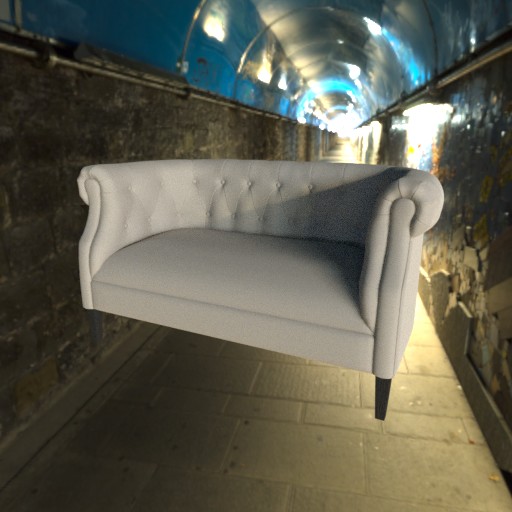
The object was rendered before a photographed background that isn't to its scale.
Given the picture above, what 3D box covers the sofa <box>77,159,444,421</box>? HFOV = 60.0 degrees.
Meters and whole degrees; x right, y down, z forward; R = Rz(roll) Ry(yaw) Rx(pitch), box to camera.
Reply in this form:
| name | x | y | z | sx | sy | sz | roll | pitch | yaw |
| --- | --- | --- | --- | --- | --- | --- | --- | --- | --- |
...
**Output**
| name | x | y | z | sx | sy | sz | roll | pitch | yaw |
| --- | --- | --- | --- | --- | --- | --- | --- | --- | --- |
| sofa | 0.000 | 0.000 | 2.048 | 1.558 | 0.827 | 0.835 | 8 | 17 | 25 |
